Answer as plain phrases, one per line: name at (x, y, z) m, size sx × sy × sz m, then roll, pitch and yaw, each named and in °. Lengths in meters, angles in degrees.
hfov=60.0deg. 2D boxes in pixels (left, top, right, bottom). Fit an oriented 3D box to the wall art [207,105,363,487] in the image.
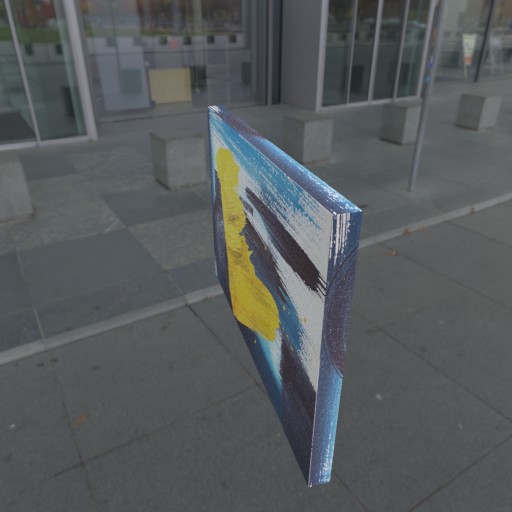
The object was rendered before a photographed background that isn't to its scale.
wall art at (0.000, 0.000, 0.775) m, size 0.033 × 0.406 × 0.609 m, roll -8°, pitch 29°, yaw -15°
